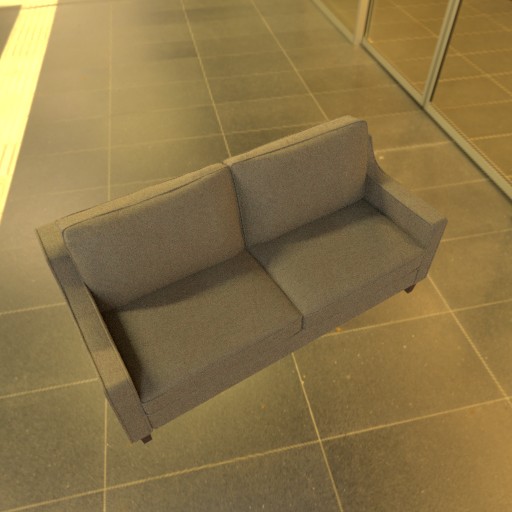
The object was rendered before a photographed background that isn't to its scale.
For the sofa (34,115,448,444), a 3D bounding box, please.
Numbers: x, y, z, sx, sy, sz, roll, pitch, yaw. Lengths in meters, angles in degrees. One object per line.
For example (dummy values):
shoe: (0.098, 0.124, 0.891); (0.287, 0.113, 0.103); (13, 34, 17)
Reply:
sofa: (0.000, 0.000, 2.737); (2.181, 1.074, 1.073); (-24, 51, -21)
